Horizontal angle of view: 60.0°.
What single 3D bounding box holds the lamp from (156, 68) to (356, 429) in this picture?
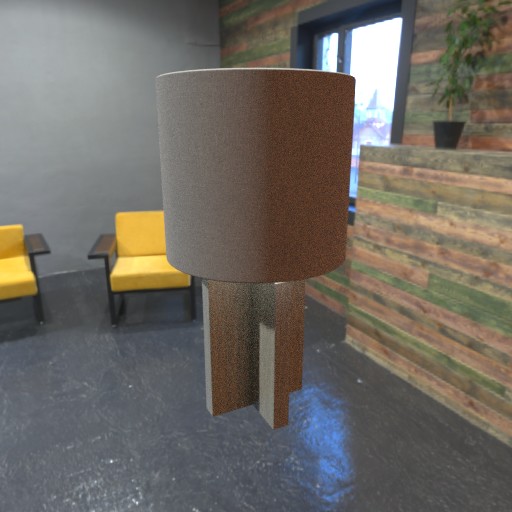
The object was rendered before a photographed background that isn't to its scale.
[{"bbox_3d":[0.000,0.000,0.576,0.229,0.428,0.229,-8,19,-26],"label":"lamp"}]
